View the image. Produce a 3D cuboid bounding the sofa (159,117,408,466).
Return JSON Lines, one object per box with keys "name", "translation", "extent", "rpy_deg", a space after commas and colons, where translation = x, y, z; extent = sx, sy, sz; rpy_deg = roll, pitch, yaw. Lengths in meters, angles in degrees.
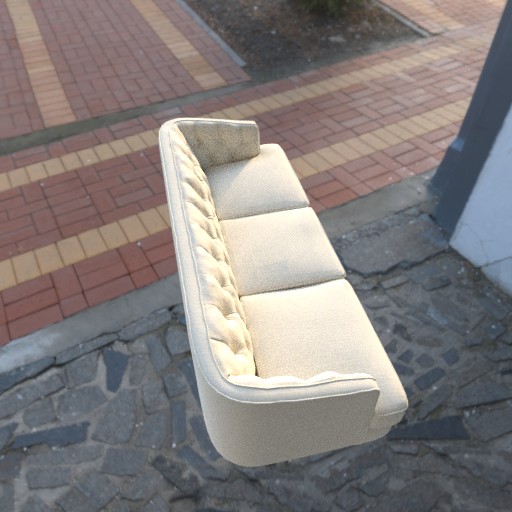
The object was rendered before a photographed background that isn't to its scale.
{"name": "sofa", "translation": [0.000, 0.000, 2.711], "extent": [0.941, 0.855, 2.278], "rpy_deg": [-10, 47, -9]}
